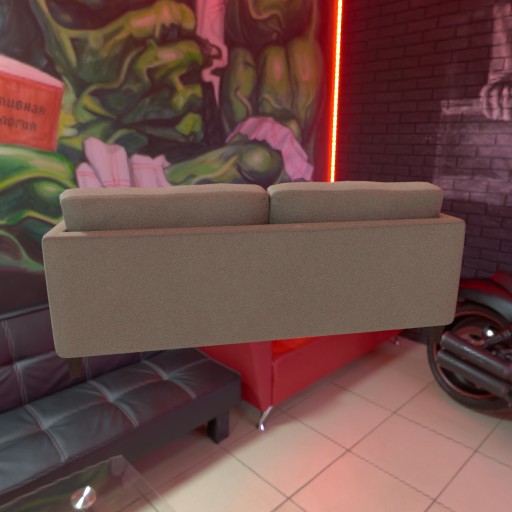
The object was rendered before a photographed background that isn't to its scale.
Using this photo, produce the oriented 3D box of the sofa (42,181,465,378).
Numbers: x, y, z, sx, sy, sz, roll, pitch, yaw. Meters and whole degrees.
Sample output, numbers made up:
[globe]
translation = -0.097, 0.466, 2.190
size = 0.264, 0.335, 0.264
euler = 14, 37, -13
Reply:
[sofa]
translation = 0.000, 0.000, 2.697
size = 2.181, 0.932, 0.948
euler = -3, 15, -11
